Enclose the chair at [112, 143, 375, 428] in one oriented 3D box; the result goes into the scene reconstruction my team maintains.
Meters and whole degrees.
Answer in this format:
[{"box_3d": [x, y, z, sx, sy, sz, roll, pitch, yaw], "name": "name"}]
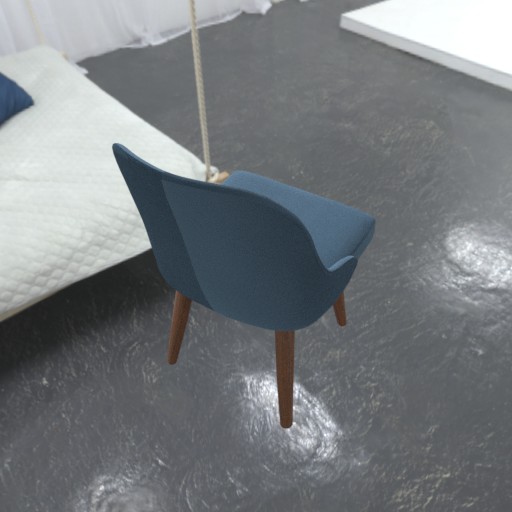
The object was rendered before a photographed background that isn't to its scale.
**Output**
[{"box_3d": [0.000, 0.000, 1.188, 0.503, 0.882, 0.589, 23, 50, 21], "name": "chair"}]
